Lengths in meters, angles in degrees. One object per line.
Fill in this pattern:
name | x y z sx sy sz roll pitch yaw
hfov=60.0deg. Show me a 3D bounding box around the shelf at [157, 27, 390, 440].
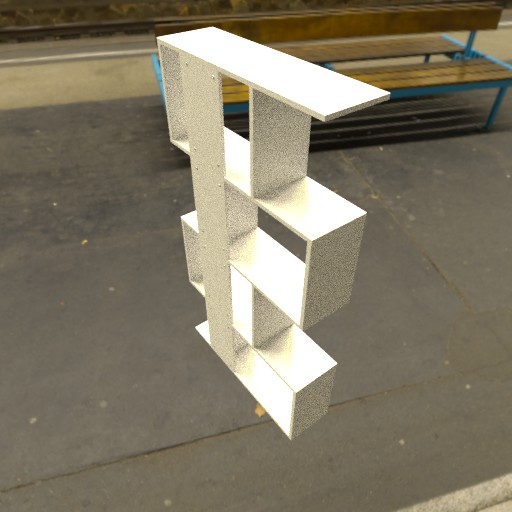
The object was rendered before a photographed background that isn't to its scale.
shelf | 0.000 0.000 1.963 0.250 1.650 0.890 -26 47 -28
